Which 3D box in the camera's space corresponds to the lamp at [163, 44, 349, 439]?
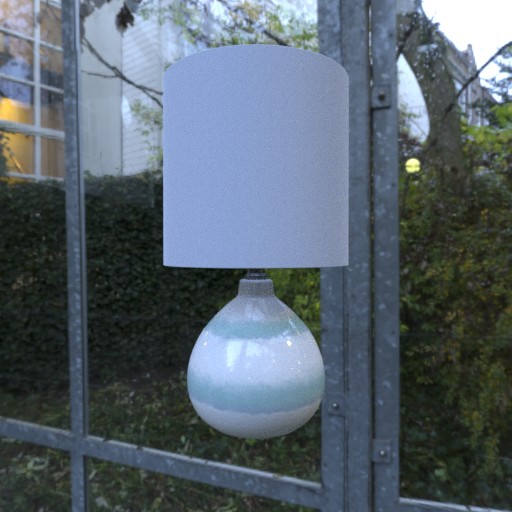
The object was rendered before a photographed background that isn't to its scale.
[{"bbox_3d":[0.000,0.000,0.530,0.217,0.404,0.217,1,1,35],"label":"lamp"}]
